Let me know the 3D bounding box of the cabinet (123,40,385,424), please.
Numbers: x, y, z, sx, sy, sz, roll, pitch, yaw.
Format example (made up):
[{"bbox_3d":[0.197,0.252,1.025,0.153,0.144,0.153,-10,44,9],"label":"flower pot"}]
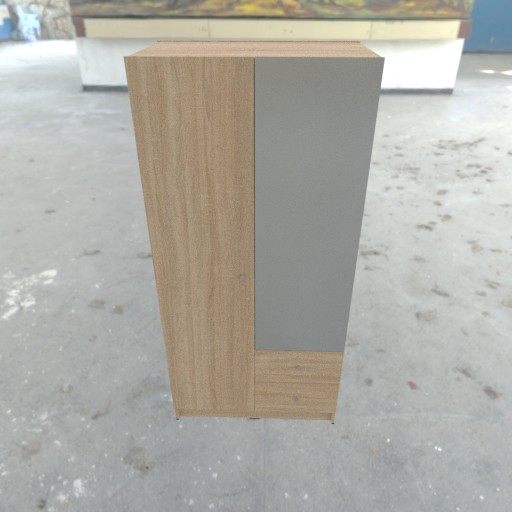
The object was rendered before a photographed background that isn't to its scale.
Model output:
[{"bbox_3d":[0.000,0.000,2.479,1.001,2.121,0.590,1,31,2],"label":"cabinet"}]
